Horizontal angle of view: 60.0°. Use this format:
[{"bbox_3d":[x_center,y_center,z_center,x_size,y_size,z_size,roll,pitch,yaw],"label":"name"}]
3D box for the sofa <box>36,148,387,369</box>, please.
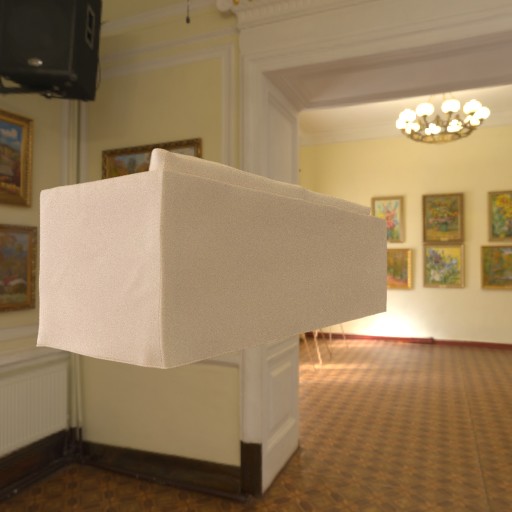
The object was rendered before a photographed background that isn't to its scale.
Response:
[{"bbox_3d":[0.000,0.000,3.255,1.036,0.999,2.779,-1,-1,36],"label":"sofa"}]
